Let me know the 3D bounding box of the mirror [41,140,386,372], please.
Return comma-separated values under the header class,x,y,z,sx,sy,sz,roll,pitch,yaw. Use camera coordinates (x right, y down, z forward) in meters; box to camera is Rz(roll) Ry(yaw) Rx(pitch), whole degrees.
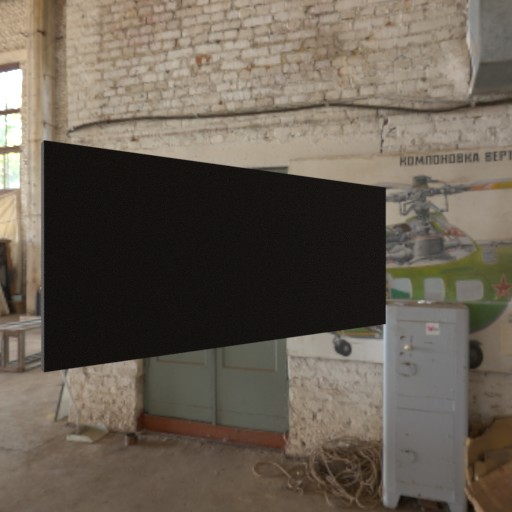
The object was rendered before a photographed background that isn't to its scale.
class,x,y,z,sx,sy,sz,roll,pitch,yaw
mirror,0.000,0.000,1.796,1.584,0.692,0.047,0,0,-36
